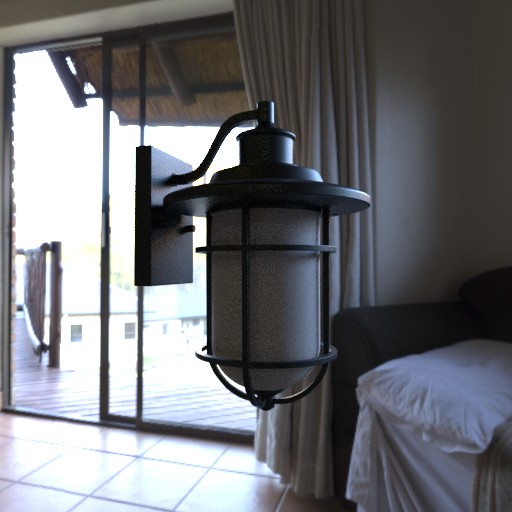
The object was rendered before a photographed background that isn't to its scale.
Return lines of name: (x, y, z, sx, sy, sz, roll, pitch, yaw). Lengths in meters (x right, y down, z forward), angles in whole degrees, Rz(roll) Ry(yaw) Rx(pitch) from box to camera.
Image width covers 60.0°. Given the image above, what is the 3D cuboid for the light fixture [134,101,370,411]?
light fixture: (0.000, 0.000, 0.502, 0.252, 0.345, 0.222, 0, -1, 18)
